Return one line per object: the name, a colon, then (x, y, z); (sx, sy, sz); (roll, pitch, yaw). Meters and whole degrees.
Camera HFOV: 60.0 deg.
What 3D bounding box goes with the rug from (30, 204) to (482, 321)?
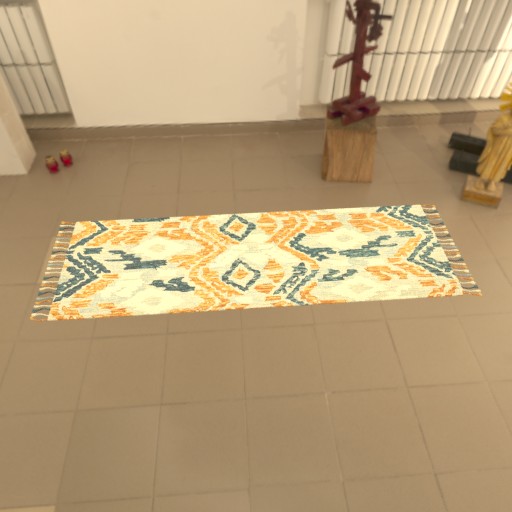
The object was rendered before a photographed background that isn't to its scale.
rug: (0.000, 0.000, 2.630); (2.437, 0.010, 0.783); (-3, 47, -3)
